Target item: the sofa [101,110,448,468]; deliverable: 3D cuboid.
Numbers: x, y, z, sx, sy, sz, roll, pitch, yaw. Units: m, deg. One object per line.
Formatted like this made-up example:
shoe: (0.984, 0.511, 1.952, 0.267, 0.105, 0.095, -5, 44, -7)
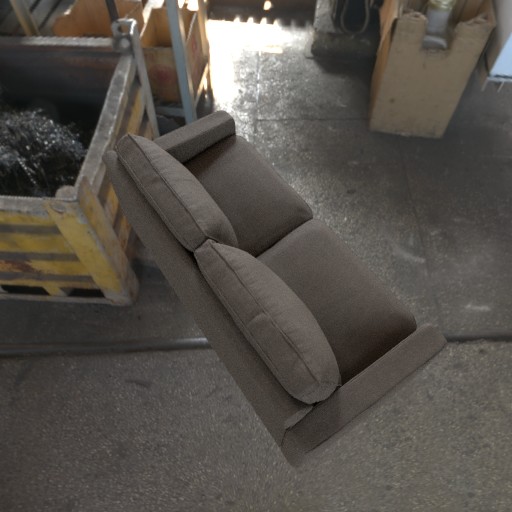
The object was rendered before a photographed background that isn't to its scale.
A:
sofa: (0.000, 0.000, 2.590, 0.940, 0.919, 2.080, -31, 63, -17)
